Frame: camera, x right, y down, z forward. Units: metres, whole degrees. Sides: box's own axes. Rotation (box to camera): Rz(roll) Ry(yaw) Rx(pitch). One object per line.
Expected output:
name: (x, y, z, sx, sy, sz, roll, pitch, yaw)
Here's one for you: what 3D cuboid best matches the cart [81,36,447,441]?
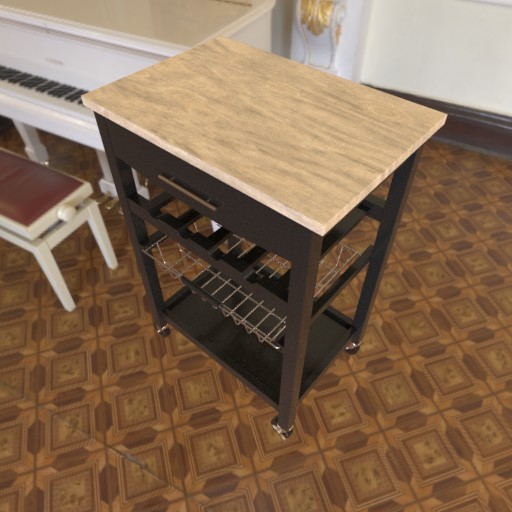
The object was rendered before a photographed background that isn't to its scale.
cart: (0.000, 0.000, 1.146, 0.584, 0.839, 0.403, 32, 54, 27)
